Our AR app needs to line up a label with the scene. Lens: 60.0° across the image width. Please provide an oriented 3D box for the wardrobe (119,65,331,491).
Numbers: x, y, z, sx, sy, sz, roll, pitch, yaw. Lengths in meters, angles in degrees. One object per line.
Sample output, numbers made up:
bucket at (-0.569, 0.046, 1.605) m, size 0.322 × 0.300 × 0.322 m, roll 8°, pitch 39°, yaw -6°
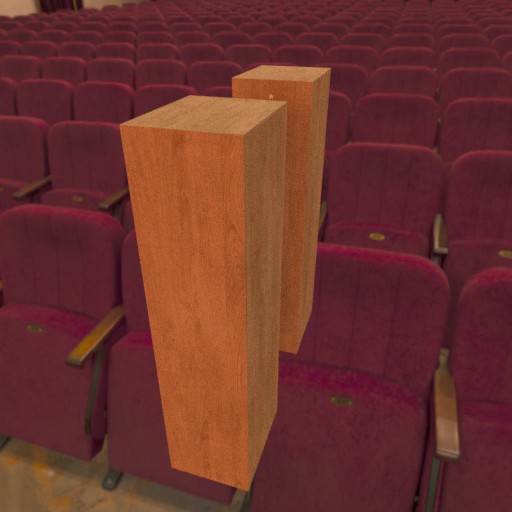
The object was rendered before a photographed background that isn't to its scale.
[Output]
wardrobe at (0.000, 0.000, 2.786) m, size 0.480 × 2.000 × 1.770 m, roll 9°, pitch 31°, yaw 15°
